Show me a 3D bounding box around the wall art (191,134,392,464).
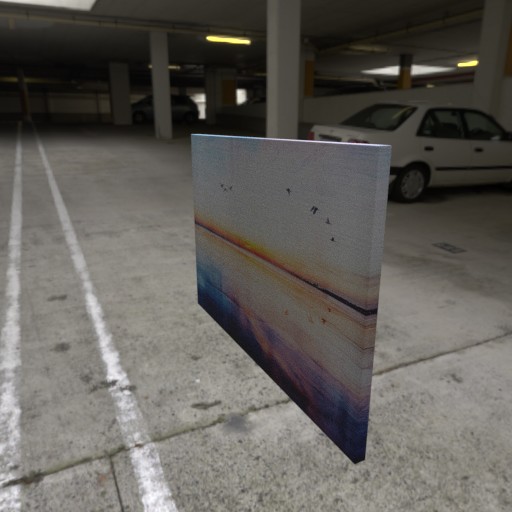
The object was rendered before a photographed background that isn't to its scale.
[{"bbox_3d":[0.000,0.000,0.780,0.018,0.402,0.604,-8,18,-25],"label":"wall art"}]
